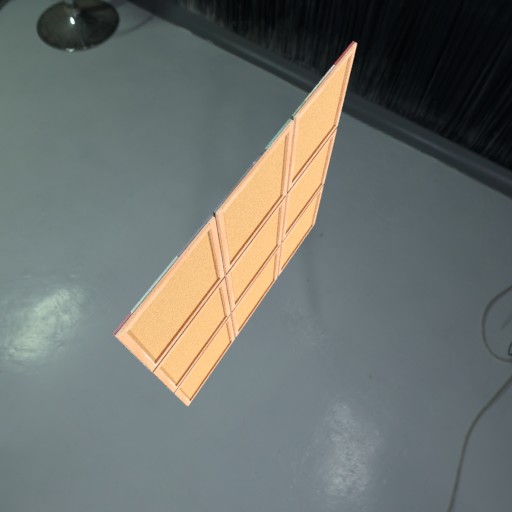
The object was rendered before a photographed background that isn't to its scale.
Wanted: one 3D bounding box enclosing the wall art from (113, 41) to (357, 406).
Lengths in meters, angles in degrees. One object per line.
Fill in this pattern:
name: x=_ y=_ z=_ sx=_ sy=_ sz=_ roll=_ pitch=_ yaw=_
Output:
wall art: x=0.000 y=0.000 z=1.363 sx=0.012 sy=0.910 sz=0.911 roll=31 pitch=68 yaw=14
